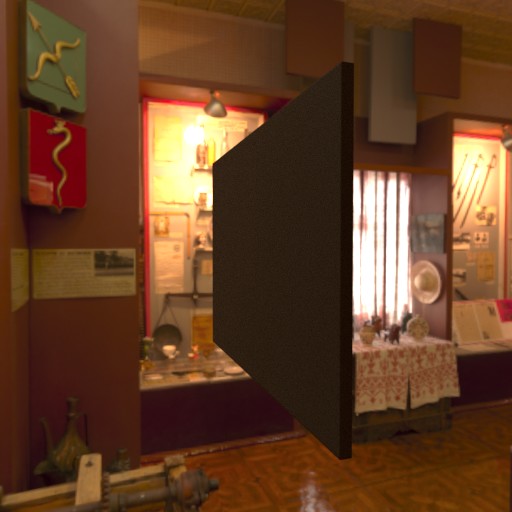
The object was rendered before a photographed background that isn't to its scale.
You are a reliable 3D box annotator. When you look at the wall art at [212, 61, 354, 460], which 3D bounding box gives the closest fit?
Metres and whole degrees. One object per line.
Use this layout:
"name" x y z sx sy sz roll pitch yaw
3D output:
"wall art" 0.000 0.000 1.187 0.026 0.656 0.958 0 2 -18
